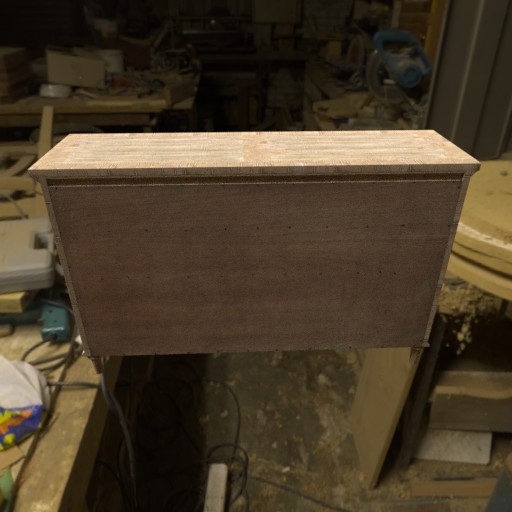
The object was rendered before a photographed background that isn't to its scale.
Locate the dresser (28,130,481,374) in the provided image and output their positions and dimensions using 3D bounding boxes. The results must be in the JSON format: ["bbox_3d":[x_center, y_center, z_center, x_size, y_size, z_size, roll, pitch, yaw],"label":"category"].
[{"bbox_3d":[0.000,0.000,2.041,1.626,1.016,0.457,-1,31,-2],"label":"dresser"}]
